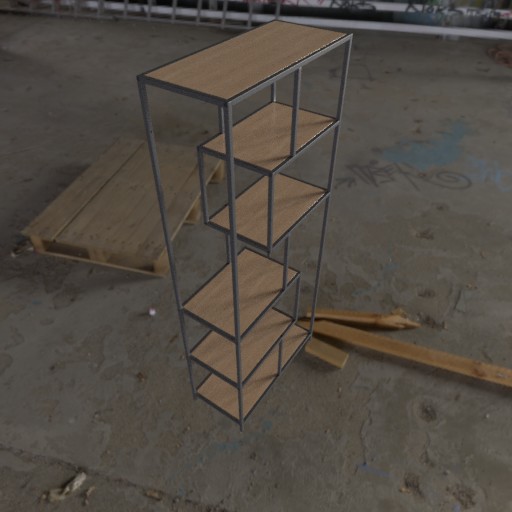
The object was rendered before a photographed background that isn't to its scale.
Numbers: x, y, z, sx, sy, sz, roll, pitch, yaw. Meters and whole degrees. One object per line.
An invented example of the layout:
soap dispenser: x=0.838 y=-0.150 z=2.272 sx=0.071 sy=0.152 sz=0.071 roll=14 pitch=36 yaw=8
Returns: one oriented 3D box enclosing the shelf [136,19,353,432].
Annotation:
shelf: x=0.000 y=0.000 z=2.116 sx=0.350 sy=1.850 sz=0.770 roll=25 pitch=48 yaw=25
